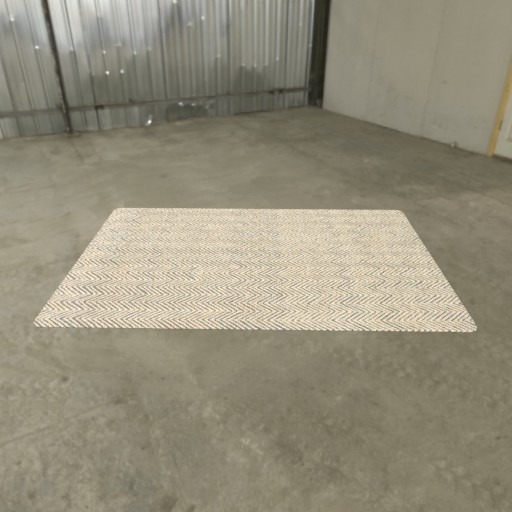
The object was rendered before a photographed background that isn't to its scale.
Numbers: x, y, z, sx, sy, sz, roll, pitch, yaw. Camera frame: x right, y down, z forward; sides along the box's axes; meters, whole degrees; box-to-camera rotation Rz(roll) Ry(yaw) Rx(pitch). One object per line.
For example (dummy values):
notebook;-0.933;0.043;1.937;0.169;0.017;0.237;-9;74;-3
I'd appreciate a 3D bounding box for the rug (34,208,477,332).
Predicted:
rug;0.000;0.000;2.221;1.752;0.008;1.144;1;30;1
